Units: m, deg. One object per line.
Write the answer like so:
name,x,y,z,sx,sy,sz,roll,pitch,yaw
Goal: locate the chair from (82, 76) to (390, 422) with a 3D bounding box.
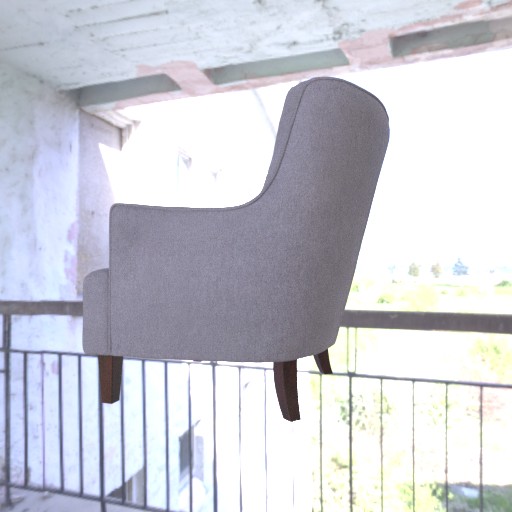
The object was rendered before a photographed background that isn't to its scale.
chair,0.000,0.000,1.565,0.910,0.919,0.781,0,-1,19
